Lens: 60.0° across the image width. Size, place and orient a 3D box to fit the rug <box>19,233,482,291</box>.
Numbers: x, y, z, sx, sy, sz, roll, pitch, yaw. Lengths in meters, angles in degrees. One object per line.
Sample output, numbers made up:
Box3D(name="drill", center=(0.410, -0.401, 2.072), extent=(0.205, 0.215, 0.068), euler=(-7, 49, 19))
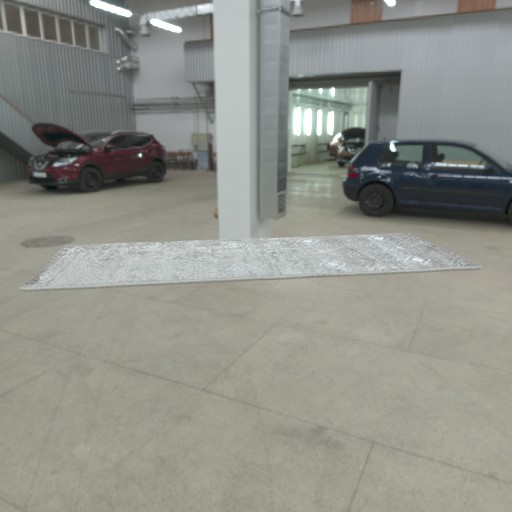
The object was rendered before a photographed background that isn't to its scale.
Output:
Box3D(name="rug", center=(0.000, 0.000, 2.655), extent=(2.381, 0.035, 0.832), euler=(-2, 16, -8))
